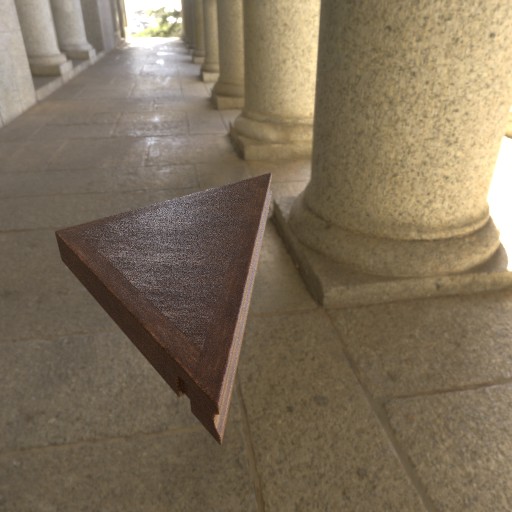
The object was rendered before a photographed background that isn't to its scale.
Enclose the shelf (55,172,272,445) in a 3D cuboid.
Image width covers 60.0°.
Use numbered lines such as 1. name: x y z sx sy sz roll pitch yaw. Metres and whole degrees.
1. shelf: 0.000 0.000 0.445 0.296 0.035 0.296 -22 36 -33
